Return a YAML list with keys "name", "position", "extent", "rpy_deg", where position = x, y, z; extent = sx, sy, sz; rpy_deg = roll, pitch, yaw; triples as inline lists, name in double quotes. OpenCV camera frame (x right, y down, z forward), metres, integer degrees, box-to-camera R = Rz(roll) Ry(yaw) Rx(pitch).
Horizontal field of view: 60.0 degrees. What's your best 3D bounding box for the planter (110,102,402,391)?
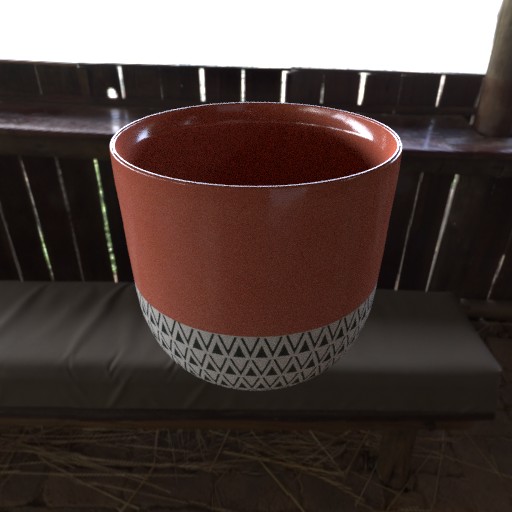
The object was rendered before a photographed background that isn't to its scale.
- name: "planter"
  position: [0.000, 0.000, 0.486]
  extent: [0.266, 0.270, 0.266]
  rpy_deg: [0, 31, 0]
